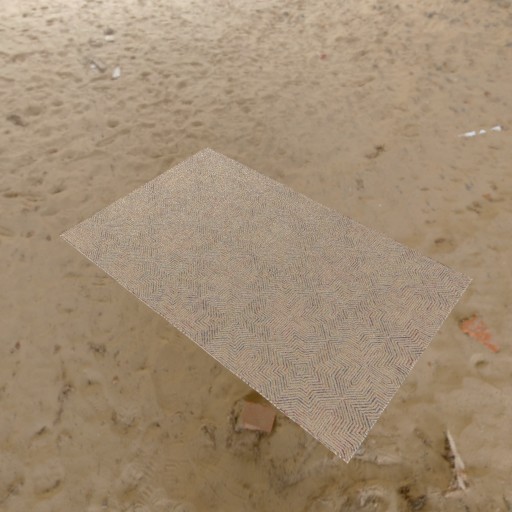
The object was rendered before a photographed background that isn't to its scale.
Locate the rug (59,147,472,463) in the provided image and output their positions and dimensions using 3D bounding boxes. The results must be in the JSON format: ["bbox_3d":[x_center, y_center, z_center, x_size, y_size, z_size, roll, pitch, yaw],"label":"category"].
[{"bbox_3d":[0.000,0.000,3.044,2.428,0.007,1.519,31,54,27],"label":"rug"}]
